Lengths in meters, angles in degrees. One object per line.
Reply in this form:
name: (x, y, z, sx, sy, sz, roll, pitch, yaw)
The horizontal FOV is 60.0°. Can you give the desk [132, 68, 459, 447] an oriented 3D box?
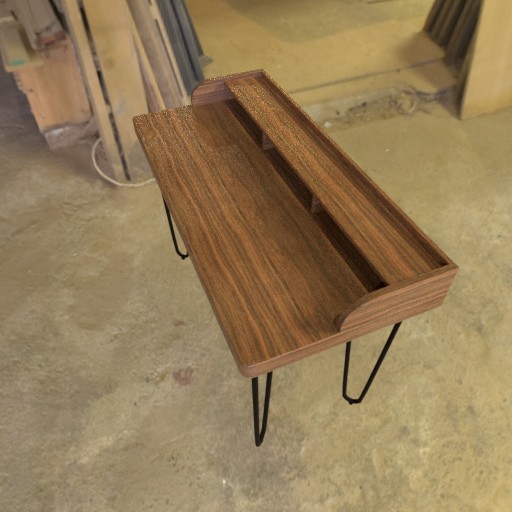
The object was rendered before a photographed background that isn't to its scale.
desk: (0.000, 0.000, 1.684, 0.565, 0.854, 1.200, -17, 49, -15)
